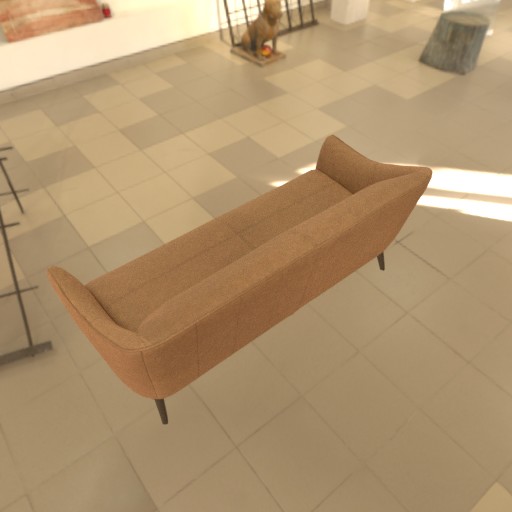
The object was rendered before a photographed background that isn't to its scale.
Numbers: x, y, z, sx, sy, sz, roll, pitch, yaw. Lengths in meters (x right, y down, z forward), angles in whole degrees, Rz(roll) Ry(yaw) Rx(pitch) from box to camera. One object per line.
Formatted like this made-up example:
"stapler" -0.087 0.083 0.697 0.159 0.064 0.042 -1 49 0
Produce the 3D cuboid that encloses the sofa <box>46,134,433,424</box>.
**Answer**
"sofa" 0.000 0.000 2.436 1.928 0.830 0.869 -30 53 -25
